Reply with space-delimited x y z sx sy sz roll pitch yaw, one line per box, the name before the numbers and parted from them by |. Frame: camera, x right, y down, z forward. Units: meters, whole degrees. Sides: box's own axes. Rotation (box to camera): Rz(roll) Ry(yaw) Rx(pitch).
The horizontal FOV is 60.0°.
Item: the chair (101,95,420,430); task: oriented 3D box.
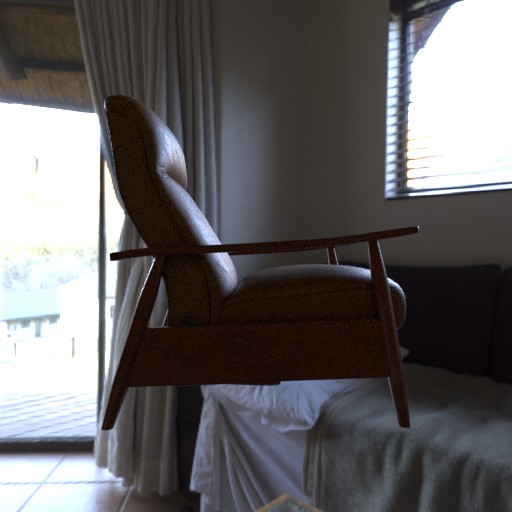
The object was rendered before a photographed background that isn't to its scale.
chair | 0.000 0.000 1.748 1.014 1.082 0.762 0 -1 -1
